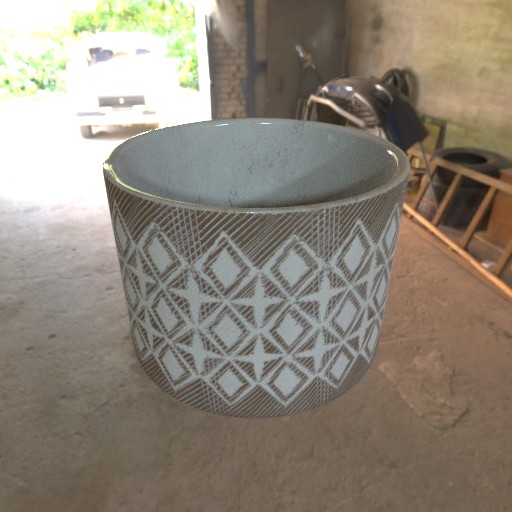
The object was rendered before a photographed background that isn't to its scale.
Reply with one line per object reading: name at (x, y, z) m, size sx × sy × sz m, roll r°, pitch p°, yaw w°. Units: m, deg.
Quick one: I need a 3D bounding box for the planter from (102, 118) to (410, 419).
planter at (0.000, 0.000, 0.216) m, size 0.126 × 0.104 × 0.126 m, roll 0°, pitch 30°, yaw 0°
